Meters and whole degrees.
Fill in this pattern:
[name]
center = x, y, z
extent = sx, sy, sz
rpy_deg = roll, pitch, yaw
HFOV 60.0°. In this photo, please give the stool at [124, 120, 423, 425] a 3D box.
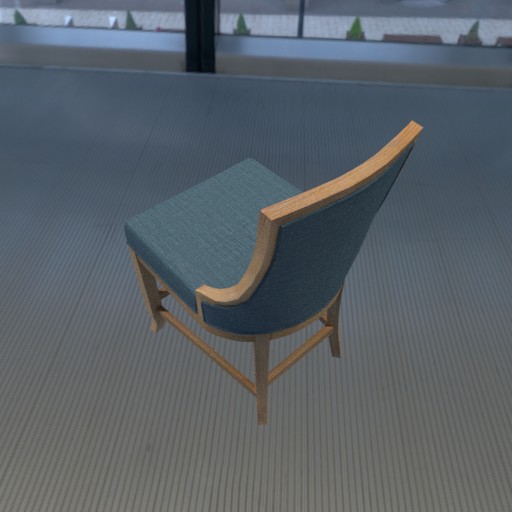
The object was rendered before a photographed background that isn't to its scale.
[stool]
center = 0.000, 0.000, 1.311
extent = 0.524, 0.938, 0.626
rpy_deg = -33, 55, -27
